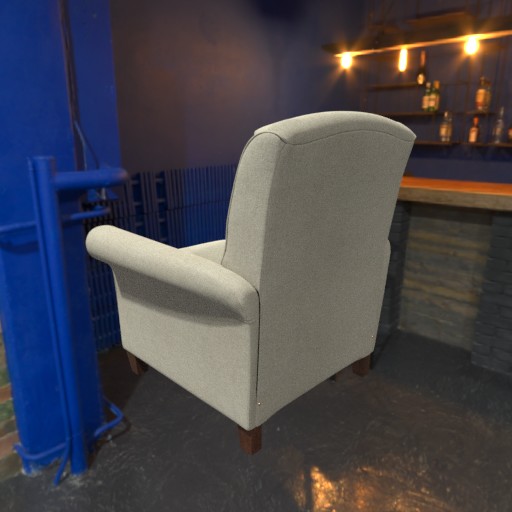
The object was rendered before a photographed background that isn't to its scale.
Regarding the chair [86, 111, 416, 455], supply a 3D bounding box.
[{"bbox_3d":[0.000,0.000,1.748,0.905,1.061,0.978,15,22,43],"label":"chair"}]
